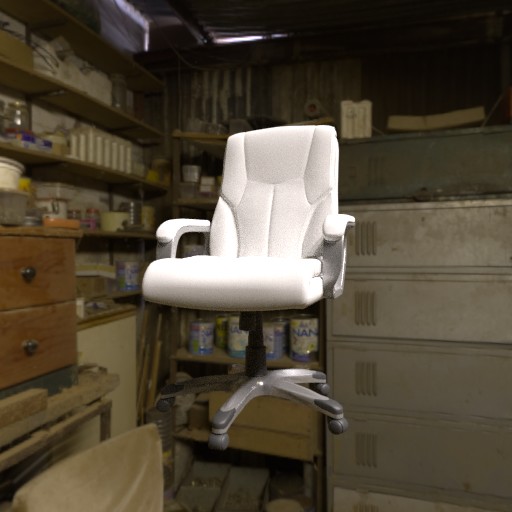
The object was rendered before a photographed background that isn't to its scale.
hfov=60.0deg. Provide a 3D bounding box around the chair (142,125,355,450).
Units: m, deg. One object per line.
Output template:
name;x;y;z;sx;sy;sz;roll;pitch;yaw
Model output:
chair;0.000;0.000;1.610;0.687;1.120;0.738;0;0;19
